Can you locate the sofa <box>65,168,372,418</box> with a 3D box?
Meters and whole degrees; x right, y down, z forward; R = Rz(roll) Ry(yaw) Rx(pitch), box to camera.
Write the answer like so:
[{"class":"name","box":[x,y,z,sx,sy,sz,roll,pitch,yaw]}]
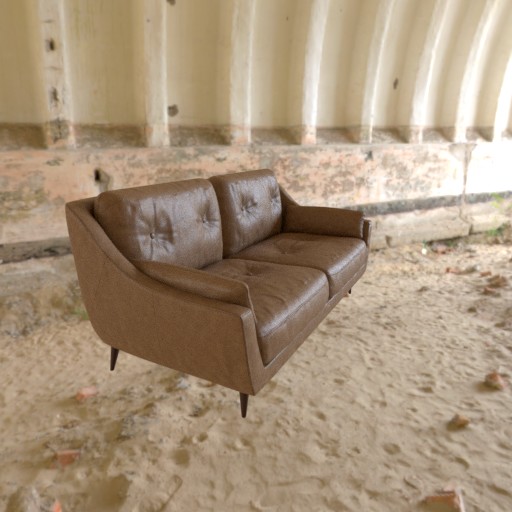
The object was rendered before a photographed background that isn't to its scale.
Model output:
[{"class":"sofa","box":[0.000,0.000,2.437,0.904,0.839,1.902,7,17,25]}]
